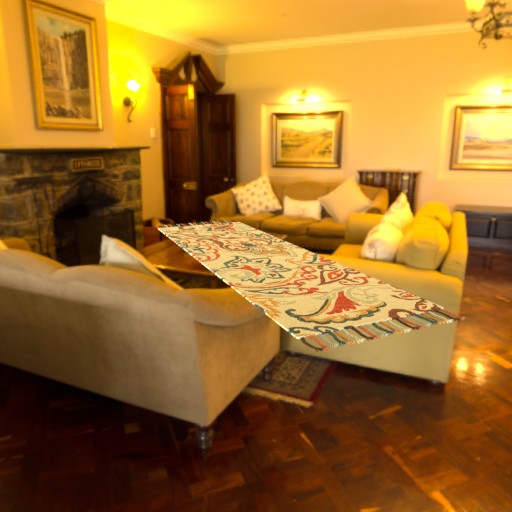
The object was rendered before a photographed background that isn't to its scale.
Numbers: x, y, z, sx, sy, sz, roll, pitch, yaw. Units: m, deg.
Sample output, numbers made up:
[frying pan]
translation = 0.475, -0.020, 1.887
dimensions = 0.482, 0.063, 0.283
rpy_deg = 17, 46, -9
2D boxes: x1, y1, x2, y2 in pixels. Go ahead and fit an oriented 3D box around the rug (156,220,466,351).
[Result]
[rug]
translation = 0.000, 0.000, 2.920
dimensions = 0.763, 0.015, 2.682
rpy_deg = -6, 16, -24
